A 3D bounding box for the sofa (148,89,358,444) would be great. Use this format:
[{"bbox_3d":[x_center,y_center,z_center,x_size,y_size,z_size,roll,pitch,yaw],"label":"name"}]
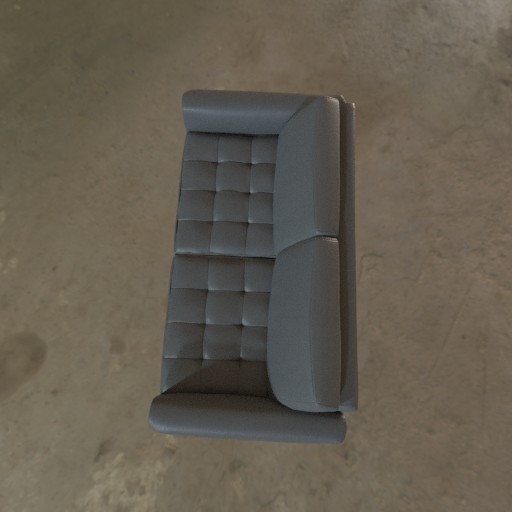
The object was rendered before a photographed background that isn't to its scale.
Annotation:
[{"bbox_3d":[0.000,0.000,2.781,1.121,0.930,2.177,3,75,1],"label":"sofa"}]
